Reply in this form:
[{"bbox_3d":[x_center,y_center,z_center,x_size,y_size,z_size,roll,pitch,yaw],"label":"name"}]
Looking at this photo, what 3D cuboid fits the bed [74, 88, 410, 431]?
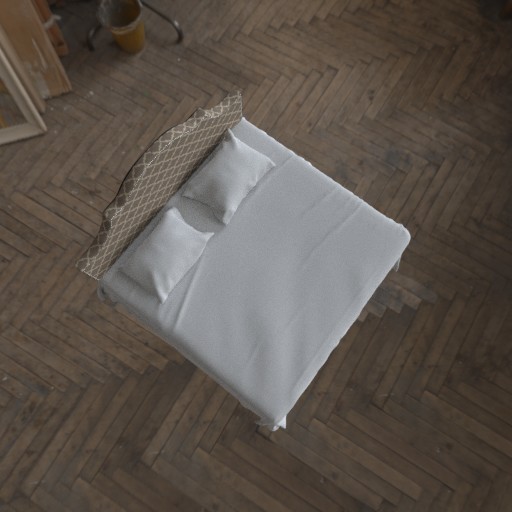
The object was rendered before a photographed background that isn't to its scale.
[{"bbox_3d":[0.000,0.000,3.824,2.222,1.601,2.314,37,78,9],"label":"bed"}]
